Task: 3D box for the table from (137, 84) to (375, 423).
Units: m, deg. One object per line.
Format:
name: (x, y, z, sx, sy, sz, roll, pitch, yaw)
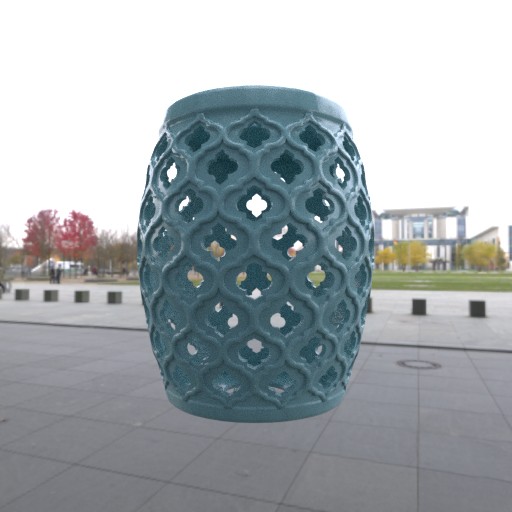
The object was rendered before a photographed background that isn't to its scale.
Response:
table: (0.000, 0.000, 0.627, 0.325, 0.388, 0.325, 0, -1, 0)
